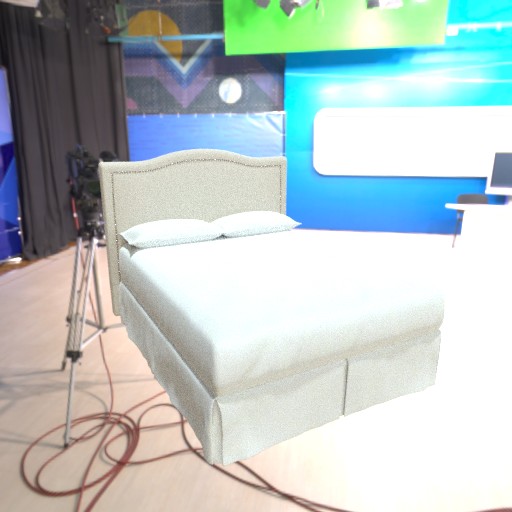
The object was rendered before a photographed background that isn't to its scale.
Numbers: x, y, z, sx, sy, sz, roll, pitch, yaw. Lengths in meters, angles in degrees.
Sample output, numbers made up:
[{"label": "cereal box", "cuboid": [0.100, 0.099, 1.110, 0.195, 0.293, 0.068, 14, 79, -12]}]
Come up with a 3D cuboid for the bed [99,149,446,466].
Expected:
[{"label": "bed", "cuboid": [0.000, 0.000, 3.253, 1.753, 1.460, 2.143, -9, 18, -28]}]
